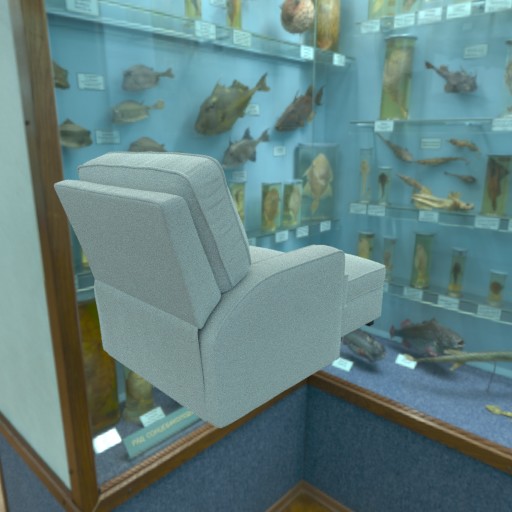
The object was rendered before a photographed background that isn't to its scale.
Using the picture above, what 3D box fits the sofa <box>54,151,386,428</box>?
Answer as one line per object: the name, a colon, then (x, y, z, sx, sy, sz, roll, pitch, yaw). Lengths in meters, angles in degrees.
sofa: (0.000, 0.000, 2.045, 0.861, 0.959, 1.472, 14, 21, 43)
